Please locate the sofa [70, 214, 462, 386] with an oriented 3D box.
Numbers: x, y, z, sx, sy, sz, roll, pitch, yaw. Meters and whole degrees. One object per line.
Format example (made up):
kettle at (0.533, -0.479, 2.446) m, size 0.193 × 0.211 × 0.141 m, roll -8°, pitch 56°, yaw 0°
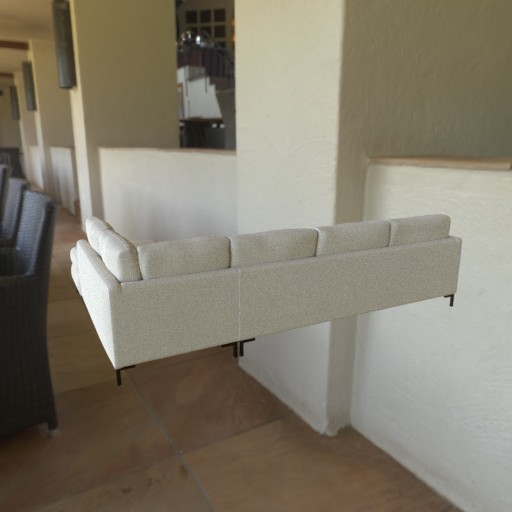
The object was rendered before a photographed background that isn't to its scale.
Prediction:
sofa at (0.000, 0.000, 3.985) m, size 2.949 × 0.815 × 2.007 m, roll -7°, pitch 16°, yaw -27°
